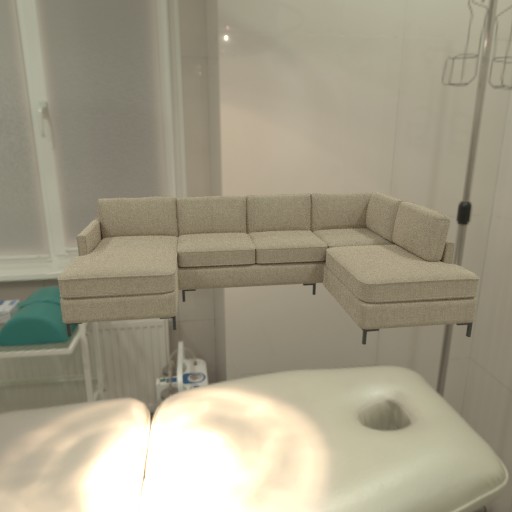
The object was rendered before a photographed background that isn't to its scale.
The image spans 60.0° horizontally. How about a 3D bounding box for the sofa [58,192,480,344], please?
[{"bbox_3d":[0.000,0.000,4.315,3.423,0.996,2.021,-2,16,-8],"label":"sofa"}]
